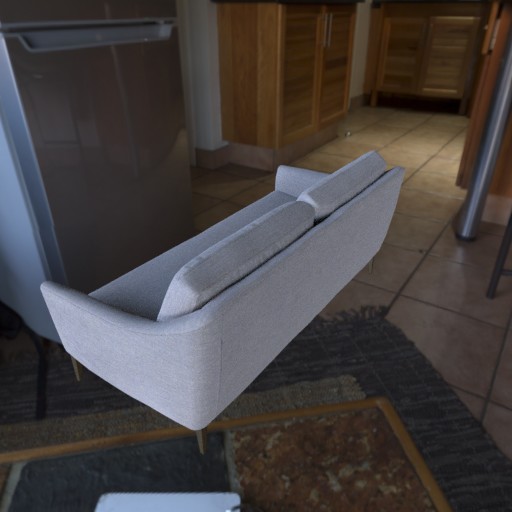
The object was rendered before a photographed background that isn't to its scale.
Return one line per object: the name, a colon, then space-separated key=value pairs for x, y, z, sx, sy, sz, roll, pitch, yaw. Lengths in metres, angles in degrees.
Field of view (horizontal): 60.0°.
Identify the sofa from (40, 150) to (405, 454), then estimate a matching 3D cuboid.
sofa: x=0.000 y=0.000 z=2.539 sx=0.980 sy=0.913 sz=2.036 roll=20 pitch=36 yaw=30
